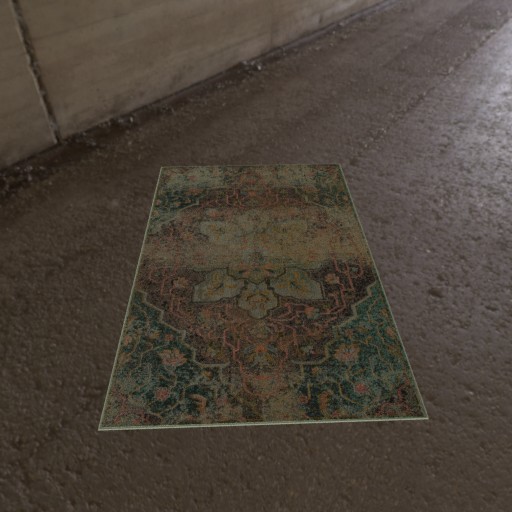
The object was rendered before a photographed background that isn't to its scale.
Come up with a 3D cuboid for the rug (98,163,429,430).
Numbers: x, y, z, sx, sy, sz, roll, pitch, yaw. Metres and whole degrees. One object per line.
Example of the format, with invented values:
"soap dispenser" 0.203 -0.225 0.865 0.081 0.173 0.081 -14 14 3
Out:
"rug" 0.000 0.000 2.913 1.566 0.004 2.363 -1 42 -1
